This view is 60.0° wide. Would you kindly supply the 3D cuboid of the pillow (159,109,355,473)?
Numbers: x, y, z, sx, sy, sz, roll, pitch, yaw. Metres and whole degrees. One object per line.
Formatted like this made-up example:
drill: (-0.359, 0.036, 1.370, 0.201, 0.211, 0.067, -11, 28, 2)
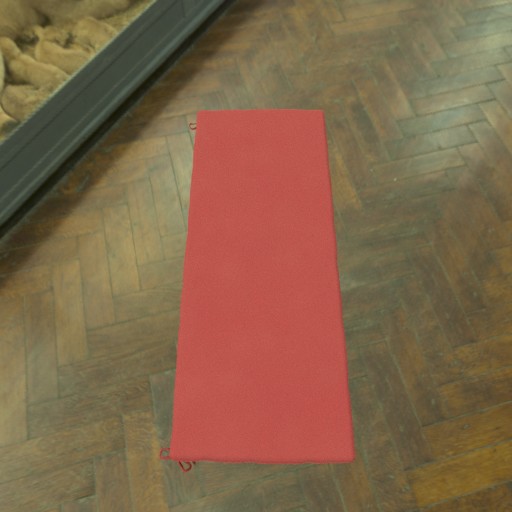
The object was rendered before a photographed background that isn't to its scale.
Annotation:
pillow: (0.000, 0.000, 1.352, 0.492, 0.081, 1.187, 0, 63, 0)
